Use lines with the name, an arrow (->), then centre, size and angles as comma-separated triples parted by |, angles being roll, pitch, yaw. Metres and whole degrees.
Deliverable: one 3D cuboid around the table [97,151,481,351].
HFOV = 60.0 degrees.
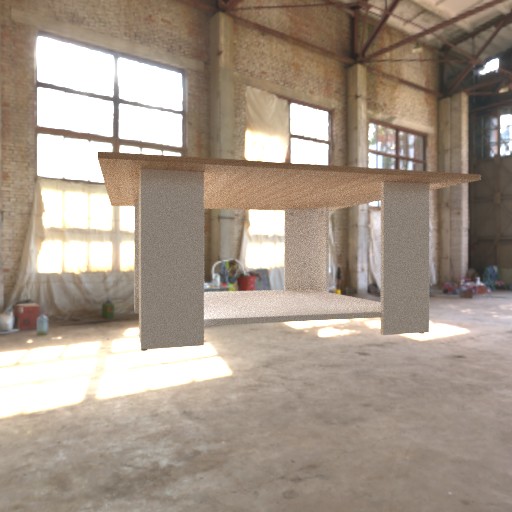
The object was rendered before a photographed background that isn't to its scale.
table -> 0.000, 0.000, 1.047 | 0.670, 0.305, 0.670 | 0, 0, -16
